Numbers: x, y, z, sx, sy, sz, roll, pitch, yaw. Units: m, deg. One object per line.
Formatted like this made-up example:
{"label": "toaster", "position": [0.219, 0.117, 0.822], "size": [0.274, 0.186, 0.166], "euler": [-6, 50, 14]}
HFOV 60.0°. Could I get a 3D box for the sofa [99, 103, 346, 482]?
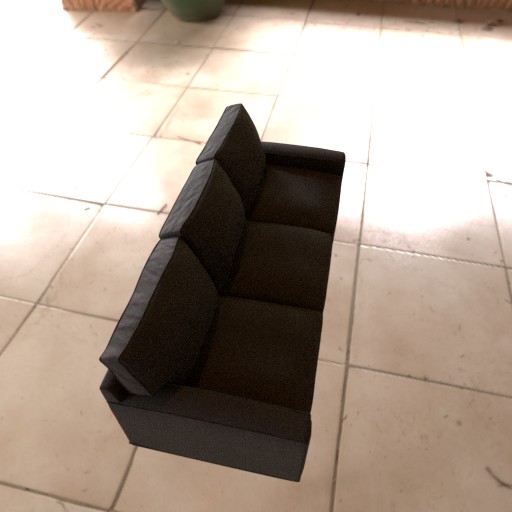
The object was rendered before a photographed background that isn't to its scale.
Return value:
{"label": "sofa", "position": [0.000, 0.000, 2.921], "size": [1.004, 0.978, 2.369], "euler": [9, 48, 8]}
